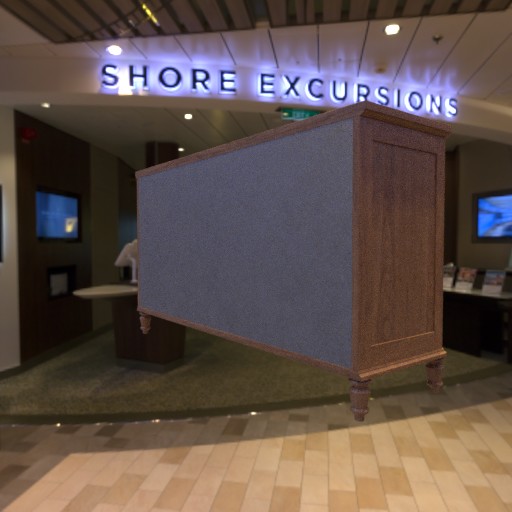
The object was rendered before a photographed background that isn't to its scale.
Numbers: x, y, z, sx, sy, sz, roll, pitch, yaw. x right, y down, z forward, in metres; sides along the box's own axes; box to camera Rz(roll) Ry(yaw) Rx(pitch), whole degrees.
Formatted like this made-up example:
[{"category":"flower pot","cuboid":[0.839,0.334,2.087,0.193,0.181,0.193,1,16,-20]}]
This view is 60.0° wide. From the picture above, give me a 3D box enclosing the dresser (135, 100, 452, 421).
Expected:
[{"category":"dresser","cuboid":[0.000,0.000,1.976,0.468,0.892,1.583,-2,3,-37]}]
